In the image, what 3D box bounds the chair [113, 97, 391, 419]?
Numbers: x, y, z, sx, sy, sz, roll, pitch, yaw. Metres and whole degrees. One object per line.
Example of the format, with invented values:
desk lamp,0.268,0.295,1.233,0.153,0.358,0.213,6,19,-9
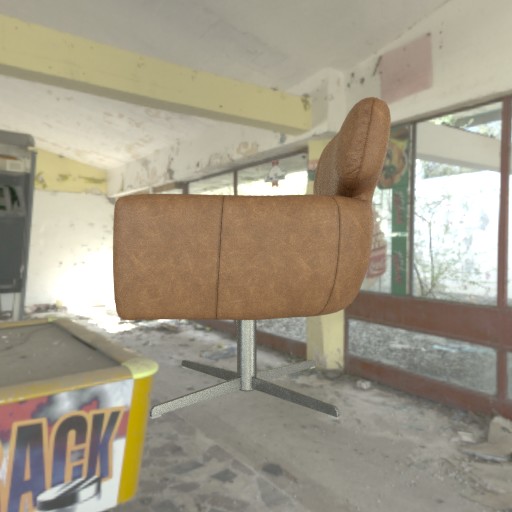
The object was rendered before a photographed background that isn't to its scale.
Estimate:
chair,0.000,0.000,1.348,0.715,0.812,0.706,0,1,0
